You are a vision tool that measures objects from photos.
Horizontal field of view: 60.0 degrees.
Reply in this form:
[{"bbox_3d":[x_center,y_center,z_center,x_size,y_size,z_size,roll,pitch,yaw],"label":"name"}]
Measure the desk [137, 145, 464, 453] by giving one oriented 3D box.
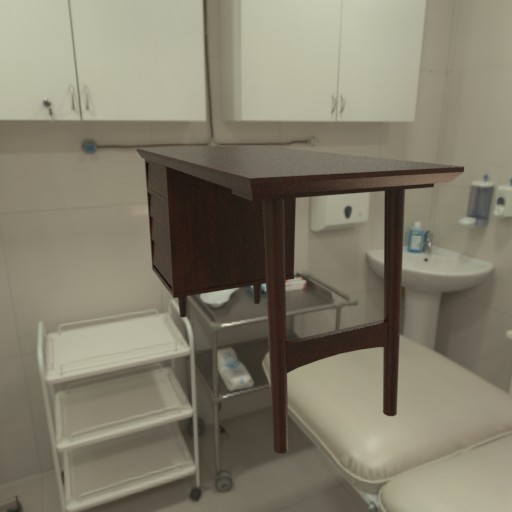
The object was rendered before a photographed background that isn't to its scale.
[{"bbox_3d":[0.000,0.000,1.699,0.612,0.758,1.277,-8,18,-24],"label":"desk"}]
